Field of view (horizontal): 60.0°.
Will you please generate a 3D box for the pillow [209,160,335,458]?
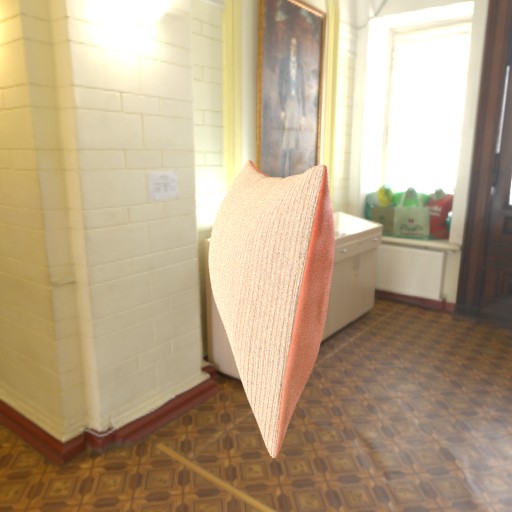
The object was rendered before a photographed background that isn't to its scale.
[{"bbox_3d":[0.000,0.000,0.734,0.155,0.307,0.608,-2,13,-7],"label":"pillow"}]
